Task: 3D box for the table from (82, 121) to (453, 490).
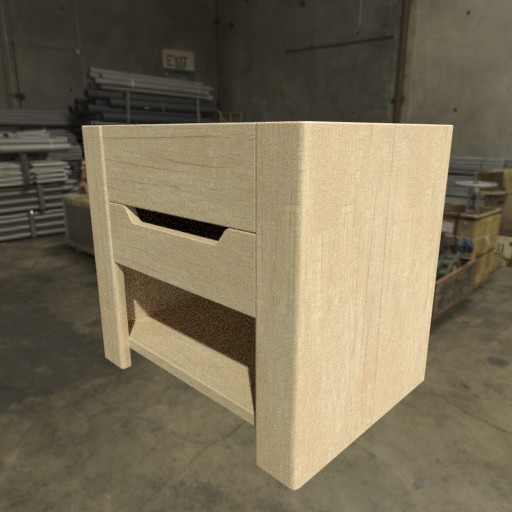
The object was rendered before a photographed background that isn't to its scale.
[{"bbox_3d":[0.000,0.000,0.903,0.570,0.510,0.420,15,21,43],"label":"table"}]
